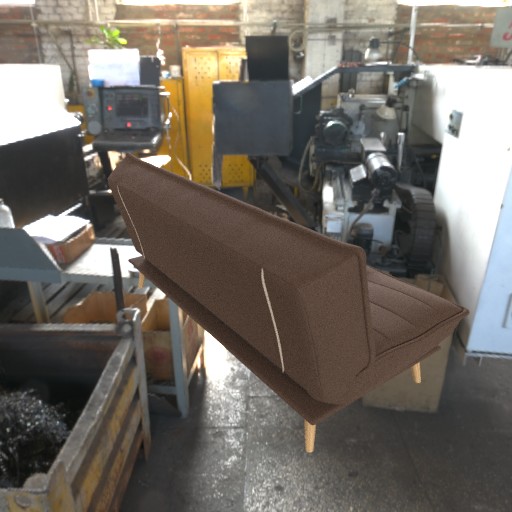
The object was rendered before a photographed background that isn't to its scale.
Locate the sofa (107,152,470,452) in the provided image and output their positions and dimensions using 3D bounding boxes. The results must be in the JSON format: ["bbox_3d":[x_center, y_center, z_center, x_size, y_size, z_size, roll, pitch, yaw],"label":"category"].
[{"bbox_3d":[0.000,0.000,2.395,0.950,0.890,1.940,-16,29,-33],"label":"sofa"}]
